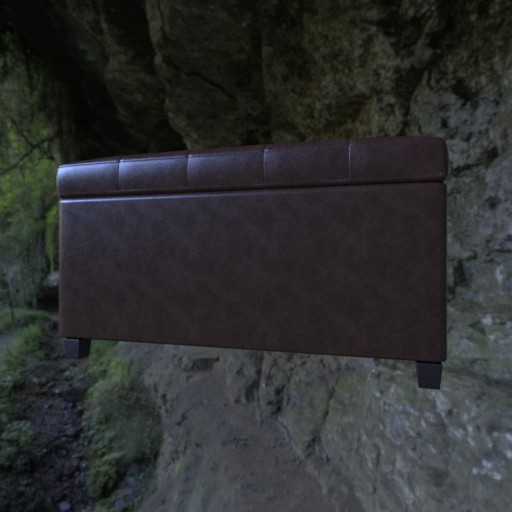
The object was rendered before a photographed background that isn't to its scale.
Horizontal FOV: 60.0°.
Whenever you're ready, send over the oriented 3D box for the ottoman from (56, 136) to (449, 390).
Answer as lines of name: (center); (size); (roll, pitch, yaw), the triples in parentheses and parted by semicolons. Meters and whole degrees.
ottoman: (0.000, 0.000, 1.094); (0.838, 0.470, 0.432); (0, 0, 17)
